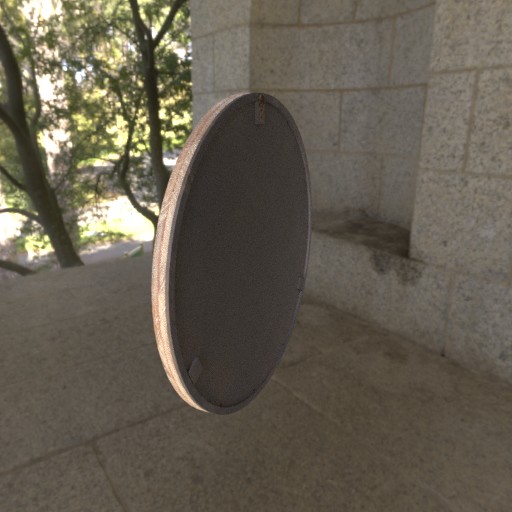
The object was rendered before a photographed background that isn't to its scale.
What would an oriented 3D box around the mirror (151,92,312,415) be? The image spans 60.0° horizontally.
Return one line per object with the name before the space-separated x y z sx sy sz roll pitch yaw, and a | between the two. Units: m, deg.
mirror | 0.000 0.000 1.028 0.038 0.710 0.710 8 18 25
